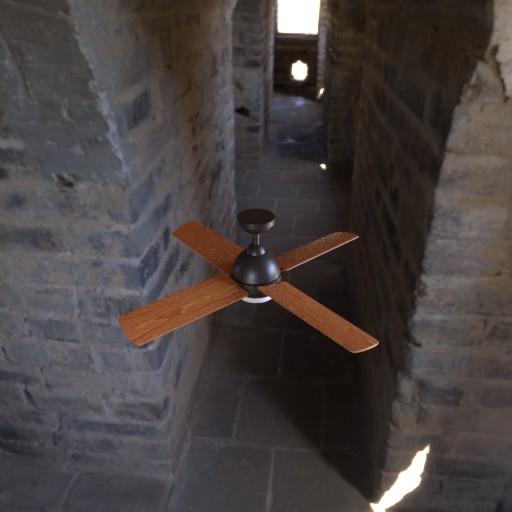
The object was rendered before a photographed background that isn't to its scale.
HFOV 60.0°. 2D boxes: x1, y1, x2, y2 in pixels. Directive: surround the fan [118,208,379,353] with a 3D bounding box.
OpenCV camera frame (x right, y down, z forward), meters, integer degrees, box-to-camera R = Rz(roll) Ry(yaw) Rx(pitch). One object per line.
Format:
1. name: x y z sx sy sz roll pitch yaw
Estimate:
1. fan: 0.000 0.000 2.048 1.332 0.403 1.332 -22 37 -33
